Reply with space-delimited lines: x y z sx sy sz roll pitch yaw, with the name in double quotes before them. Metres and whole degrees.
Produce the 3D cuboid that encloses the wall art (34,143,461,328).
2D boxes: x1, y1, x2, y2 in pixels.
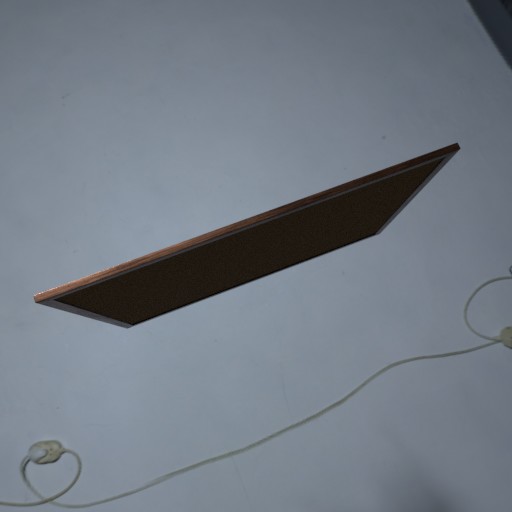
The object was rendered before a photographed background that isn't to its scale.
"wall art" 0.000 0.000 1.068 0.816 0.559 0.014 -20 77 -5
